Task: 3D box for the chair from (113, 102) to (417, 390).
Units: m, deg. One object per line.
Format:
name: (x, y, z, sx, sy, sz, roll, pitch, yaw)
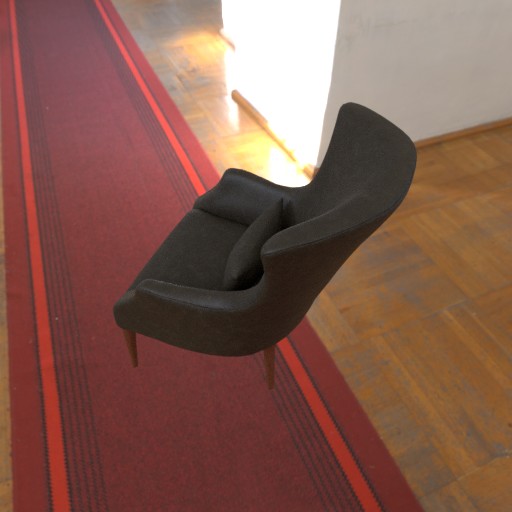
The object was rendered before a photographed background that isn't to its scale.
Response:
chair: (0.000, 0.000, 1.740, 0.954, 1.068, 0.819, 16, 49, 15)
